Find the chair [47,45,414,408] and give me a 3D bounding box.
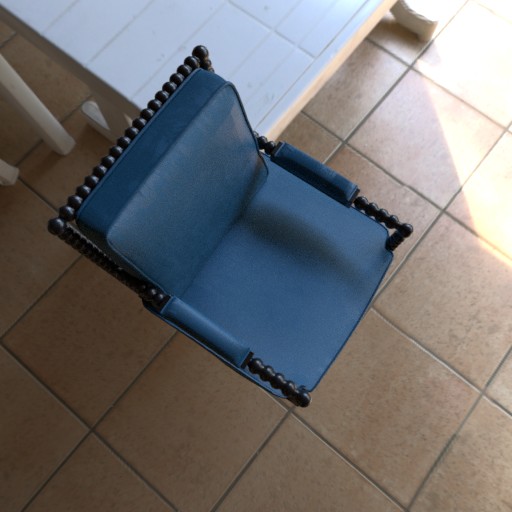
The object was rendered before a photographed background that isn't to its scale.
[{"bbox_3d":[0.000,0.000,1.461,0.805,0.857,0.688,33,77,9],"label":"chair"}]
